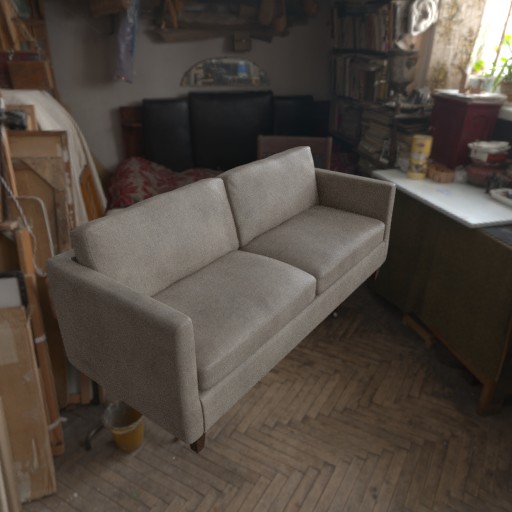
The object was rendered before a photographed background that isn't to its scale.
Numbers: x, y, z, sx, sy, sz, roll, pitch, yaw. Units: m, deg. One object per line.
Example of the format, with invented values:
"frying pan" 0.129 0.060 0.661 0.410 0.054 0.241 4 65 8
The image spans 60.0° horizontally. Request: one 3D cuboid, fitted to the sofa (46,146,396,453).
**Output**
"sofa" 0.000 0.000 2.780 0.951 0.965 2.208 19 33 32
